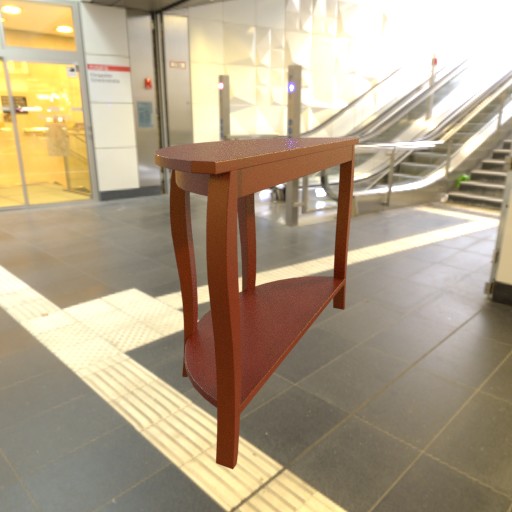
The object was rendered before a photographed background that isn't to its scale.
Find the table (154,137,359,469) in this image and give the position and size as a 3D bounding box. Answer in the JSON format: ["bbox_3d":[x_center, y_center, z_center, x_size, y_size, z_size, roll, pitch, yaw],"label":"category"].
[{"bbox_3d":[0.000,0.000,1.584,0.405,0.779,1.219,8,19,24],"label":"table"}]
